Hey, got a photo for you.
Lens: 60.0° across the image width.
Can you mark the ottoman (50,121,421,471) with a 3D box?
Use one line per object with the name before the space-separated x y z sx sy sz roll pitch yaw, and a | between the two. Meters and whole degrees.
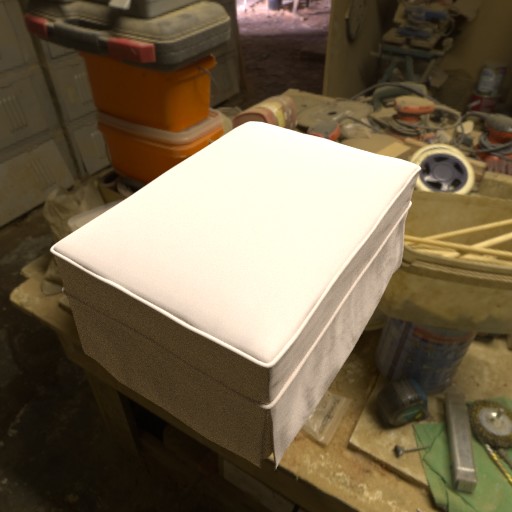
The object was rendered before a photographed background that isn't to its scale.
ottoman | 0.000 0.000 1.350 0.703 0.479 0.944 23 46 24
